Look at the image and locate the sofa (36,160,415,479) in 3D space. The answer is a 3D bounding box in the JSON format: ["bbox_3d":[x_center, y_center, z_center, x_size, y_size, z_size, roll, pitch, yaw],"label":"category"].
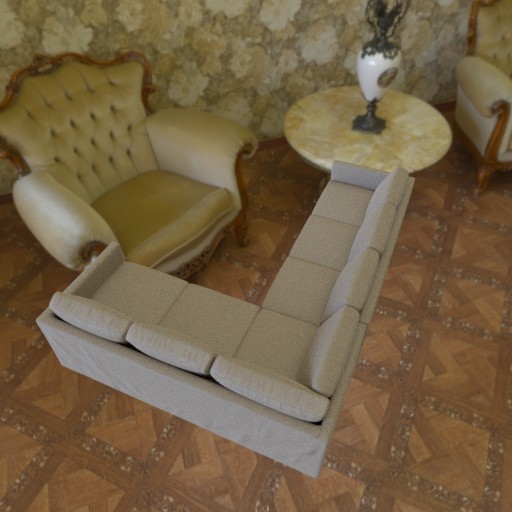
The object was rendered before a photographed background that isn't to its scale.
[{"bbox_3d":[0.000,0.000,4.349,2.432,0.871,3.182,17,48,17],"label":"sofa"}]
